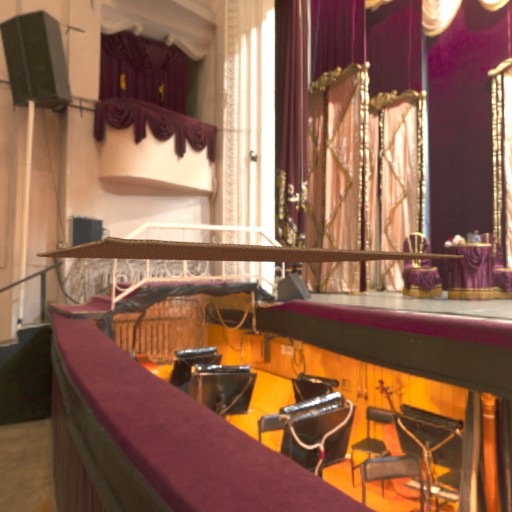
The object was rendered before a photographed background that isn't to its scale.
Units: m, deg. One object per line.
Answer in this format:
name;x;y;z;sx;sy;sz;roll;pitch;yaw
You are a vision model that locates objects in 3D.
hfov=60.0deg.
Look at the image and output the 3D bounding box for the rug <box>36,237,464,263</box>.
rug;0.000;0.000;2.965;2.438;0.034;1.521;2;-3;-35
